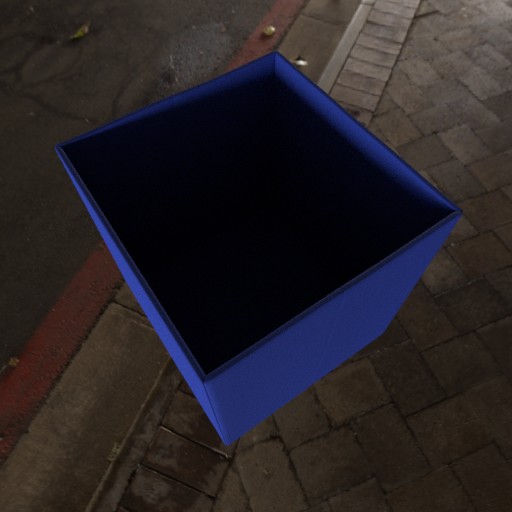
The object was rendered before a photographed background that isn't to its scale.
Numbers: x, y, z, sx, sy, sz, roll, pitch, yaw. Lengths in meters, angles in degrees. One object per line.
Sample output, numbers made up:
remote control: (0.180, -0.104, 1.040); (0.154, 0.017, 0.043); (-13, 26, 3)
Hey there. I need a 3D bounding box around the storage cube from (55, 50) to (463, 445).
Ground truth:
storage cube: (0.000, 0.000, 0.506); (0.270, 0.280, 0.270); (-31, 64, -17)
